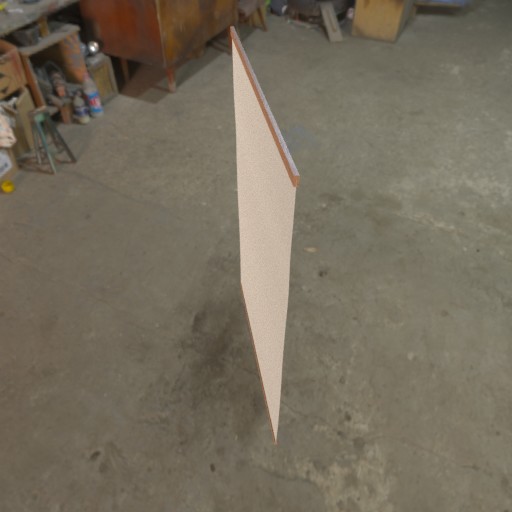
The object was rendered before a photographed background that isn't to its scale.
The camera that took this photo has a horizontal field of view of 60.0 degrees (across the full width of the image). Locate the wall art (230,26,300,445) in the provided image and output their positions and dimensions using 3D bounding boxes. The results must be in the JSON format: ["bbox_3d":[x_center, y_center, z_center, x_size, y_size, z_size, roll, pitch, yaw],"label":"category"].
[{"bbox_3d":[0.000,0.000,1.908,0.019,1.527,1.019,-8,46,-7],"label":"wall art"}]
